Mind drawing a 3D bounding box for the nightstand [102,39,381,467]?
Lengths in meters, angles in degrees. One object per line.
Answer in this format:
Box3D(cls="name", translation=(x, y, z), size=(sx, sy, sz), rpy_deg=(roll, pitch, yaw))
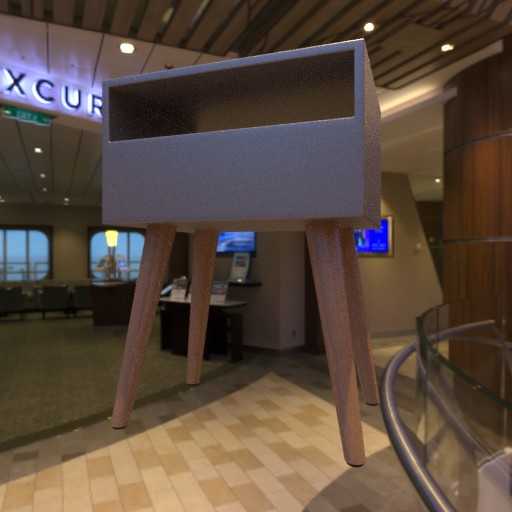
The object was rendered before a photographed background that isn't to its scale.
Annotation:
Box3D(cls="nightstand", translation=(0.000, 0.000, 0.714), size=(0.370, 0.508, 0.288), rpy_deg=(0, 0, 20))
